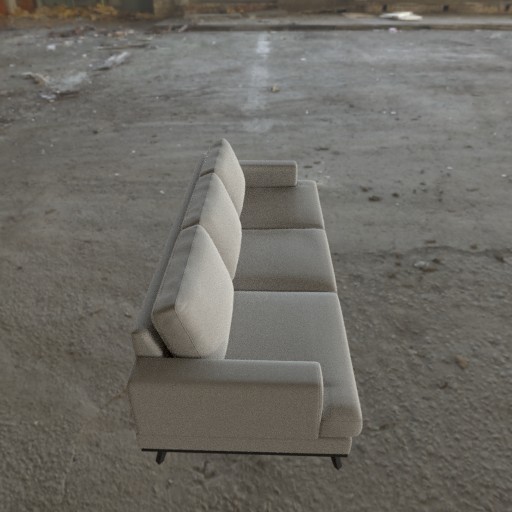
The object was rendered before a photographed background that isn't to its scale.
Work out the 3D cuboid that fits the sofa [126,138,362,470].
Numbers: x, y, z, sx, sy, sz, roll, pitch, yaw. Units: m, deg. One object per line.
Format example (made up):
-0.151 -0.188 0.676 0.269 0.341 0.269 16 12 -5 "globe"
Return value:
0.000 0.000 2.680 0.920 0.810 2.310 1 33 2 "sofa"
